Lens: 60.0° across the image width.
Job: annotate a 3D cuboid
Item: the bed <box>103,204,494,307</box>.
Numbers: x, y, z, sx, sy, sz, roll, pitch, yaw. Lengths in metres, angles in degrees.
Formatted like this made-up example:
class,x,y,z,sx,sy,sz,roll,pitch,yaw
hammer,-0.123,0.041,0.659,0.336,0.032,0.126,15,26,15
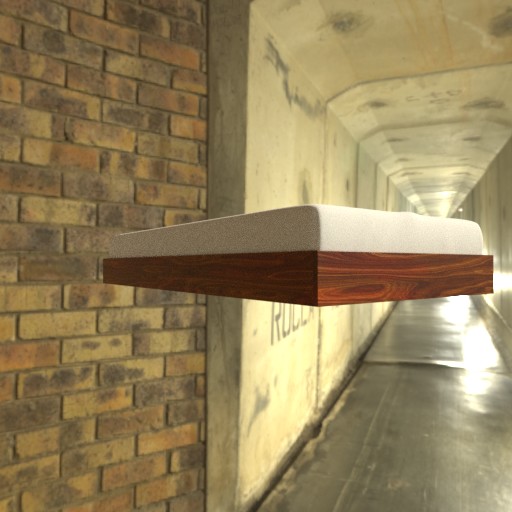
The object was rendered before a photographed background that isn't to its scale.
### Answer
class,x,y,z,sx,sy,sz,roll,pitch,yaw
bed,0.000,0.000,2.207,0.940,0.312,1.860,1,-1,-36
